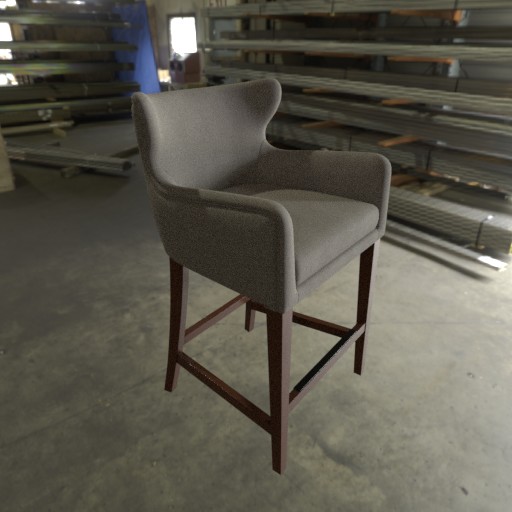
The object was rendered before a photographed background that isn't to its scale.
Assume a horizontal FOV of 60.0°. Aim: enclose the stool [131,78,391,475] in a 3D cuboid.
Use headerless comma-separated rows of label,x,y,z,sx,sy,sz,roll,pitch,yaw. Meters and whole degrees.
stool,0.000,0.000,1.332,0.575,0.951,0.575,19,32,33
